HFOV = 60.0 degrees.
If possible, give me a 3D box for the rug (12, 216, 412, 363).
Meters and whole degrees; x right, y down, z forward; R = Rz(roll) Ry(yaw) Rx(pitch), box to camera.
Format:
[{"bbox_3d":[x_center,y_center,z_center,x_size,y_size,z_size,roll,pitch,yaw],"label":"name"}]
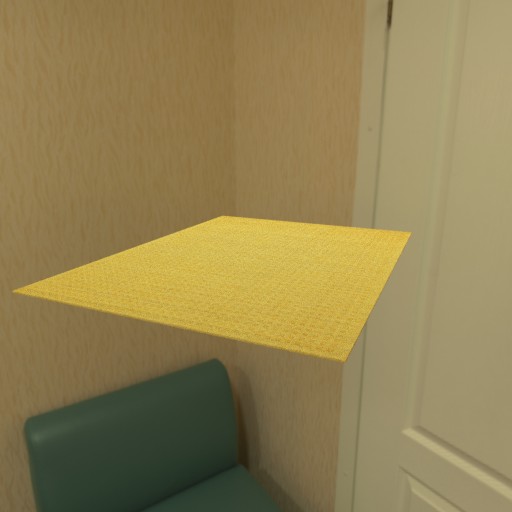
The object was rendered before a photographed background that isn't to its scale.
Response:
[{"bbox_3d":[0.000,0.000,4.202,2.486,0.015,3.242,7,17,23],"label":"rug"}]
